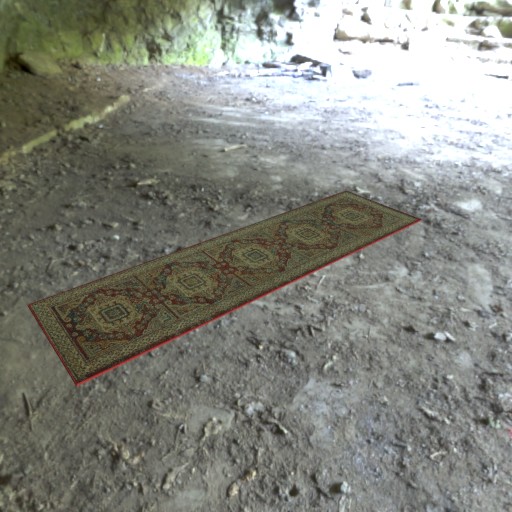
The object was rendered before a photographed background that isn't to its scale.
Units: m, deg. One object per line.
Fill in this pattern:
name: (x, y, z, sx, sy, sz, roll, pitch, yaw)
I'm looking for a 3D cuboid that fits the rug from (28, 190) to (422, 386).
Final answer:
rug: (0.000, 0.000, 2.527, 2.292, 0.015, 0.659, -22, 37, -33)
